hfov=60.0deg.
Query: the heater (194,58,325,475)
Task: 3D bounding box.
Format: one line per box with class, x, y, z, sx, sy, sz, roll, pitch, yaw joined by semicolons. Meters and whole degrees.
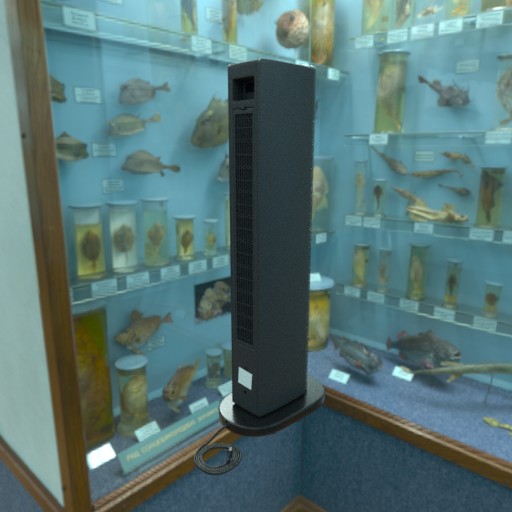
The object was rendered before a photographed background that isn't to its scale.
heater;0.000;0.000;1.042;0.214;0.856;0.458;13;18;43
